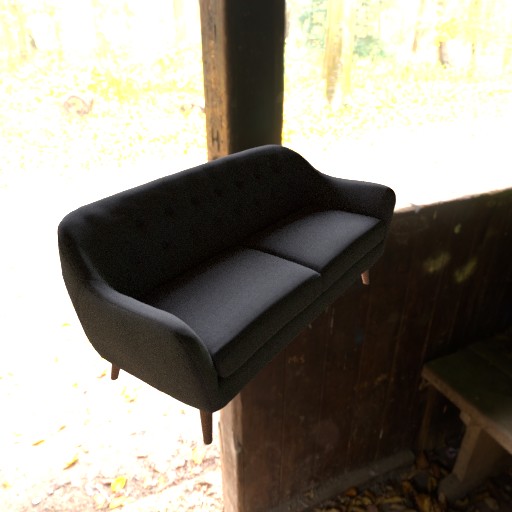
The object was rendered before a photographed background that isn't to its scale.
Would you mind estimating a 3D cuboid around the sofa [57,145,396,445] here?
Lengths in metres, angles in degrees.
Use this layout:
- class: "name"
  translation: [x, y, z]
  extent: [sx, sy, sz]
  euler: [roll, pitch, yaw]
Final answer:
- class: "sofa"
  translation: [0.000, 0.000, 2.281]
  extent: [0.820, 0.820, 1.840]
  euler: [19, 33, 32]
